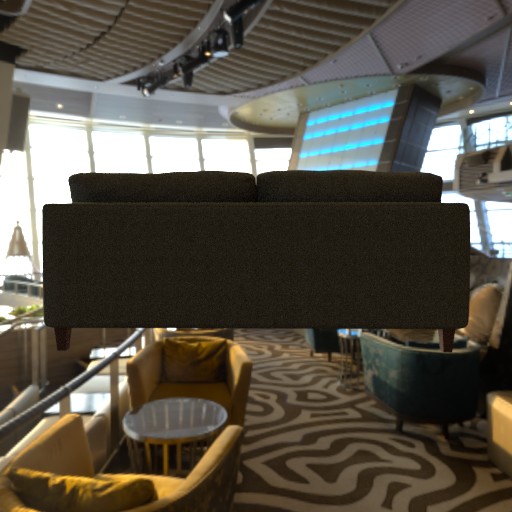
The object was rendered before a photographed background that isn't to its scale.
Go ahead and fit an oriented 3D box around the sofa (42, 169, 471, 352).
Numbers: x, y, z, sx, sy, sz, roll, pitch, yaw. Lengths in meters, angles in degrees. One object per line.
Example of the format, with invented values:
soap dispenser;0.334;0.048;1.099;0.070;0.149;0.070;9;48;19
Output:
sofa;0.000;0.000;2.710;2.208;0.965;0.948;0;2;1
